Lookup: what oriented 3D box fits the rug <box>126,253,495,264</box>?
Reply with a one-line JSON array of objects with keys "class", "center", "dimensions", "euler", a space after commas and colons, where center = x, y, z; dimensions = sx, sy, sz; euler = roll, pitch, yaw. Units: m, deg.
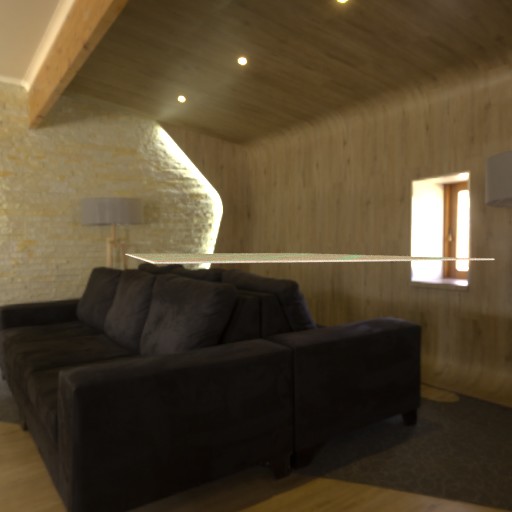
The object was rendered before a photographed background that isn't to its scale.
[{"class": "rug", "center": [0.000, 0.000, 2.859], "dimensions": [1.524, 0.006, 2.286], "euler": [0, 1, -19]}]
